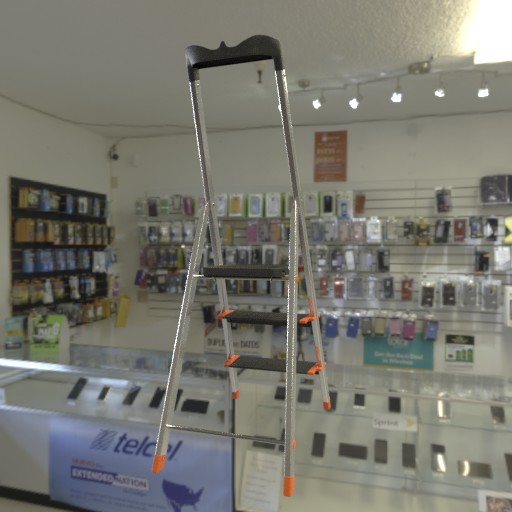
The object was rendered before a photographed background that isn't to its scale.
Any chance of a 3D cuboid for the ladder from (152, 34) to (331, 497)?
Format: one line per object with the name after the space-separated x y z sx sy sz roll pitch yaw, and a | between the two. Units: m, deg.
0.000 0.000 1.519 0.416 1.229 0.686 0 1 18 | ladder
